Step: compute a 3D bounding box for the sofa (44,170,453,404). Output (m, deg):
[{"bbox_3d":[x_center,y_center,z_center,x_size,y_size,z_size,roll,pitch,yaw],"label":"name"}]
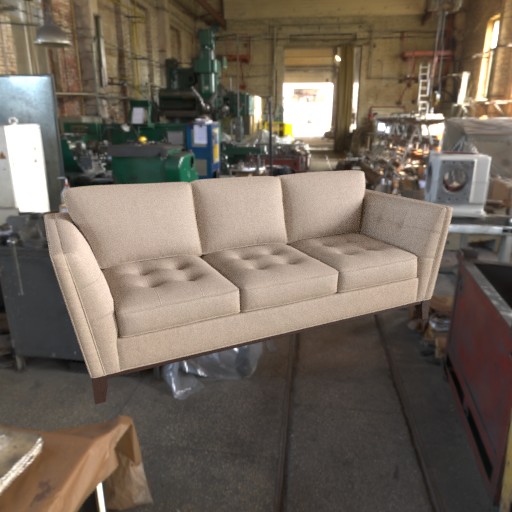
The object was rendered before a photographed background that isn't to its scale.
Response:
[{"bbox_3d":[0.000,0.000,2.853,2.388,0.940,0.965,-8,19,-25],"label":"sofa"}]
